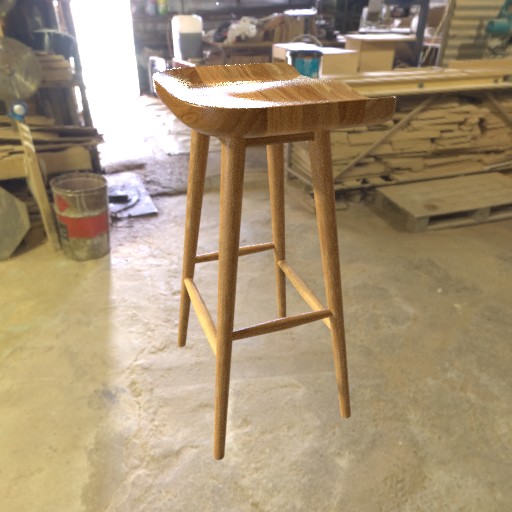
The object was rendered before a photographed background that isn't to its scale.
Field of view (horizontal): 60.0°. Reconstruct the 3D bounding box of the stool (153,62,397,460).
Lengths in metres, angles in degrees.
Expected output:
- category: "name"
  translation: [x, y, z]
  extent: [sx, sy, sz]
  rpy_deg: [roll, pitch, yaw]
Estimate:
- category: "stool"
  translation: [0.000, 0.000, 0.936]
  extent: [0.322, 0.698, 0.407]
  rpy_deg: [-11, 32, -17]
